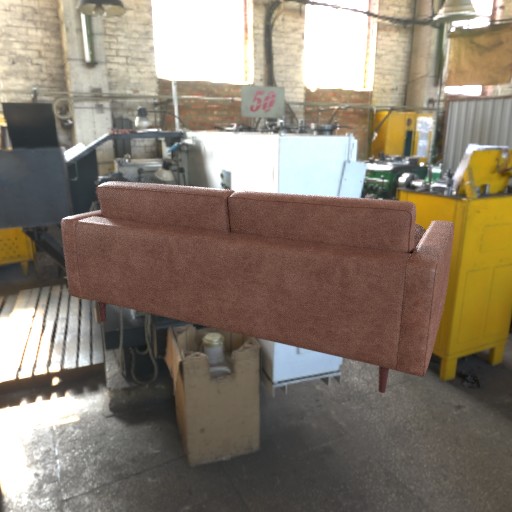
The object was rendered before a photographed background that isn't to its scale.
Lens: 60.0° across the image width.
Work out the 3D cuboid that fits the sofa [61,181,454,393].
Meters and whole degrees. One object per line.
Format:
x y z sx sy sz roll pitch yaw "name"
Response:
0.000 0.000 2.350 1.870 0.760 0.910 8 18 26 "sofa"
